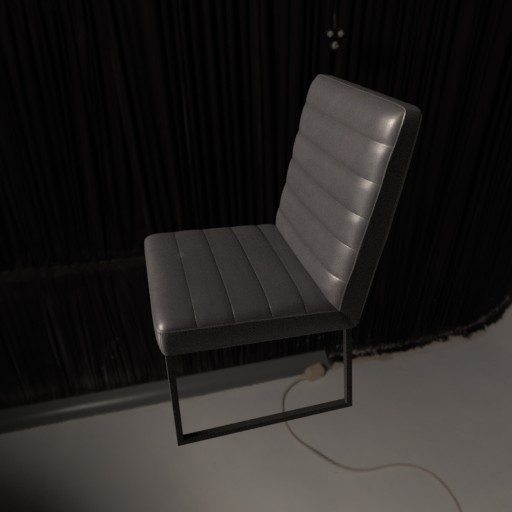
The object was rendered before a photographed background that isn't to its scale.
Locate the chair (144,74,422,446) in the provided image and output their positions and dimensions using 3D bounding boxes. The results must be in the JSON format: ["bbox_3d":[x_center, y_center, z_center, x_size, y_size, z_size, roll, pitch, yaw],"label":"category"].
[{"bbox_3d":[0.000,0.000,1.313,0.634,0.930,0.520,-8,31,-13],"label":"chair"}]
